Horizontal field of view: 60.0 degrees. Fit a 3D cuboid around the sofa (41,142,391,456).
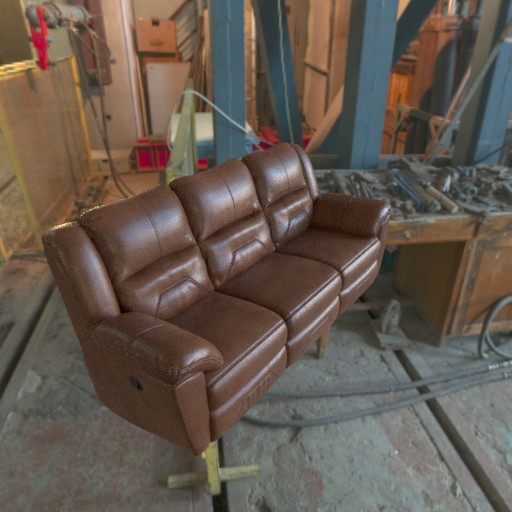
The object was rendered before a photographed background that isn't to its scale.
[{"bbox_3d":[0.000,0.000,2.859,0.991,1.043,2.337,19,33,32],"label":"sofa"}]
